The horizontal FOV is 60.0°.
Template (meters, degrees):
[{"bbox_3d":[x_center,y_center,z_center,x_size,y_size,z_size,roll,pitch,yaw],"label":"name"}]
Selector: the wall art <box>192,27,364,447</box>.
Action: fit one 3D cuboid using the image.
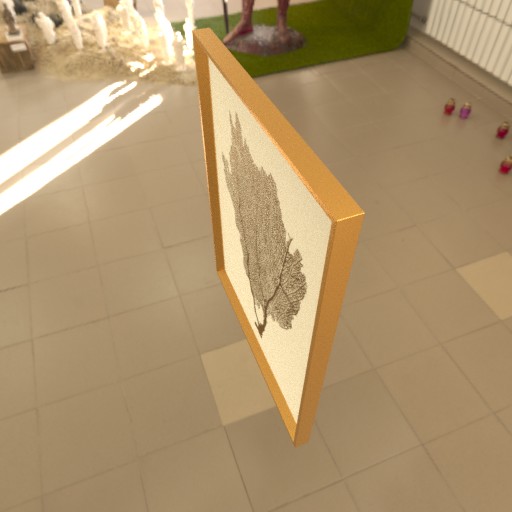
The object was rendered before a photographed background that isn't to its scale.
[{"bbox_3d":[0.000,0.000,1.000,0.038,0.762,0.610,-16,50,-14],"label":"wall art"}]
